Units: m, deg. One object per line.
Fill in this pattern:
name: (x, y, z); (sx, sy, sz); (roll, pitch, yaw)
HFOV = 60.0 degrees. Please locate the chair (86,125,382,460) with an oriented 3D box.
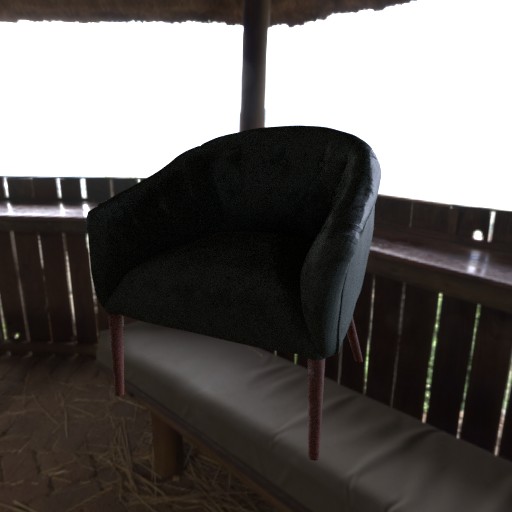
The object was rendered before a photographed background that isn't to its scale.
chair: (0.000, 0.000, 1.530); (0.851, 0.885, 0.776); (7, 16, 26)
